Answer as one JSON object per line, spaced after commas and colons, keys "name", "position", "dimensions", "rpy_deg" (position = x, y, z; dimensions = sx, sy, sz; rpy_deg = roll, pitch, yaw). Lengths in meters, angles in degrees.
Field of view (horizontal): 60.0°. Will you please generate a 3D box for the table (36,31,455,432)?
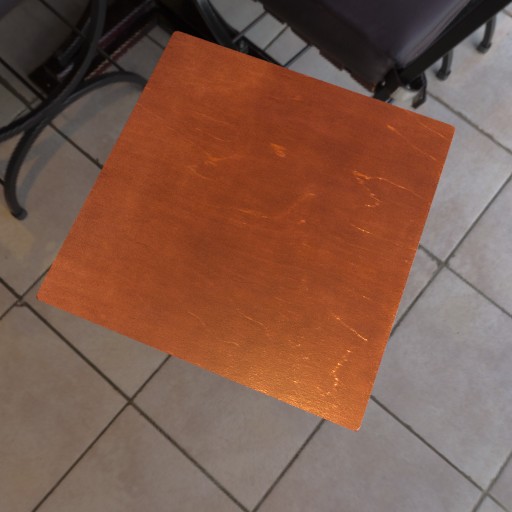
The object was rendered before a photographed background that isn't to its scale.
{"name": "table", "position": [0.000, 0.000, 0.836], "dimensions": [0.427, 0.520, 0.427], "rpy_deg": [21, 77, 5]}
